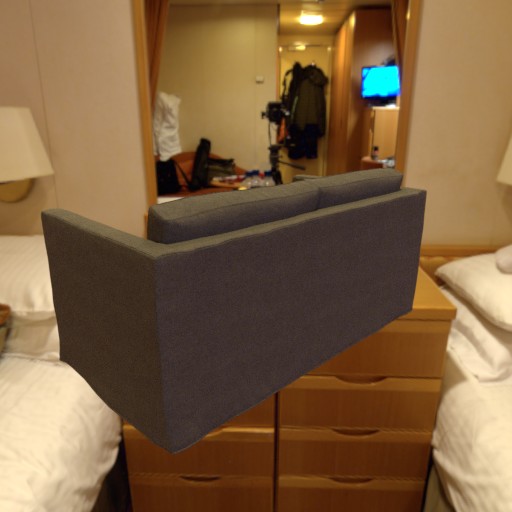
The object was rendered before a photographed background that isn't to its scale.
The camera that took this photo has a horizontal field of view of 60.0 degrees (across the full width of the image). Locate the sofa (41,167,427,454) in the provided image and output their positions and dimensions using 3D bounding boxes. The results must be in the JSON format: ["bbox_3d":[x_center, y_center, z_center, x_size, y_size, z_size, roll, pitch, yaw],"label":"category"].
[{"bbox_3d":[0.000,0.000,2.305,1.802,0.854,0.974,-17,24,-42],"label":"sofa"}]
